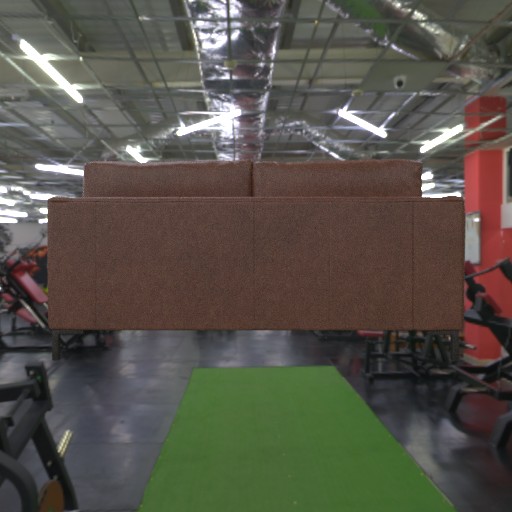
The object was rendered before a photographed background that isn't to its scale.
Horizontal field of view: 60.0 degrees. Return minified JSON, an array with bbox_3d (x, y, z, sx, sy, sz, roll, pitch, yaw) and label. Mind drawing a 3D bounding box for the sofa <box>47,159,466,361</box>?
[{"bbox_3d":[0.000,0.000,2.284,1.797,0.883,0.899,0,0,0],"label":"sofa"}]
